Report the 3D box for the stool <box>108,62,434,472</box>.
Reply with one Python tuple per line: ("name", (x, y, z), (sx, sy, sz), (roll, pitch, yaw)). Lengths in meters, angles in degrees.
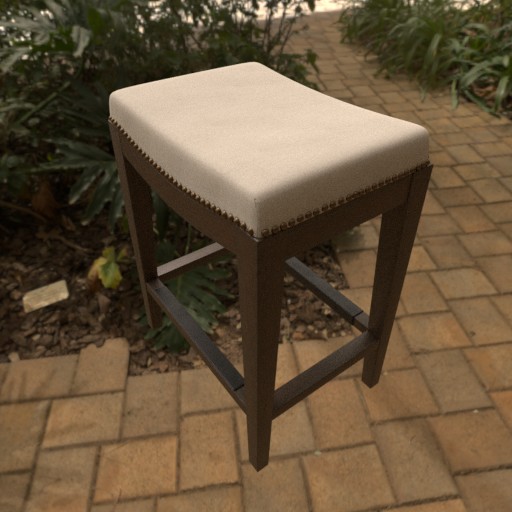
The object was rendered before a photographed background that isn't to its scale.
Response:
("stool", (0.000, 0.000, 0.938), (0.361, 0.642, 0.500), (-25, 45, -27))
